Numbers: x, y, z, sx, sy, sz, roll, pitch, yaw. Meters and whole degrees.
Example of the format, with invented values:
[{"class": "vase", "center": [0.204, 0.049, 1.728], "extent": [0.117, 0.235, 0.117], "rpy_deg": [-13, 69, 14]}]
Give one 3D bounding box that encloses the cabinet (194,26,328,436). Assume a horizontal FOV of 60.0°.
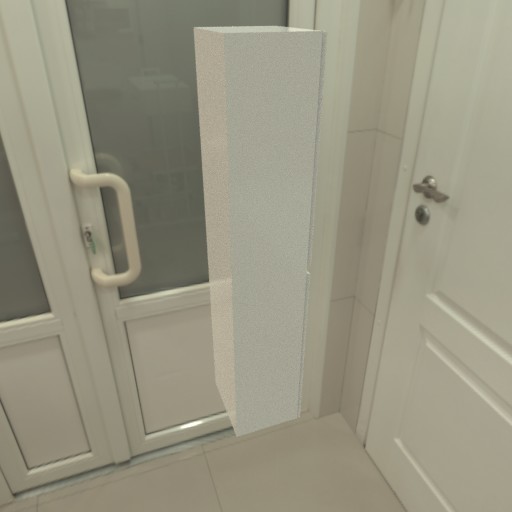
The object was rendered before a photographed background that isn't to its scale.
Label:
[{"class": "cabinet", "center": [0.000, 0.000, 1.534], "extent": [0.270, 1.400, 0.300], "rpy_deg": [-10, 31, -18]}]
